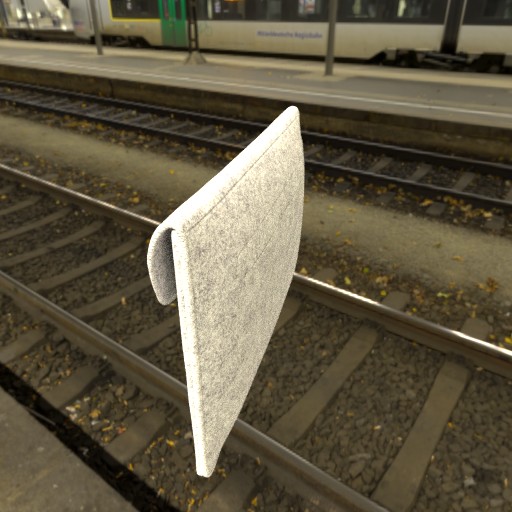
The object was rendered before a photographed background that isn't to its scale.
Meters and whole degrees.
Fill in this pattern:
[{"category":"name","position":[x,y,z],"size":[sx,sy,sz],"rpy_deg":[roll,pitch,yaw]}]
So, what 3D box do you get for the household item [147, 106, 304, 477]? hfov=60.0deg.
[{"category":"household item","position":[0.000,0.000,0.431],"size":[0.057,0.221,0.335],"rpy_deg":[8,30,14]}]
